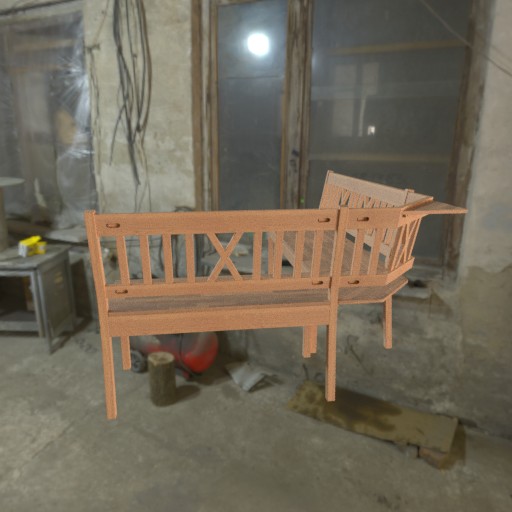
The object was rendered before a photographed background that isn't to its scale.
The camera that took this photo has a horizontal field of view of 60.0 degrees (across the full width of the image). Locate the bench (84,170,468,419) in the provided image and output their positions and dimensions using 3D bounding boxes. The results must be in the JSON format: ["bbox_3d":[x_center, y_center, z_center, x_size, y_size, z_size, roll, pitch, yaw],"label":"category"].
[{"bbox_3d":[0.000,0.000,2.757,1.537,0.902,1.937,-2,15,-8],"label":"bench"}]
